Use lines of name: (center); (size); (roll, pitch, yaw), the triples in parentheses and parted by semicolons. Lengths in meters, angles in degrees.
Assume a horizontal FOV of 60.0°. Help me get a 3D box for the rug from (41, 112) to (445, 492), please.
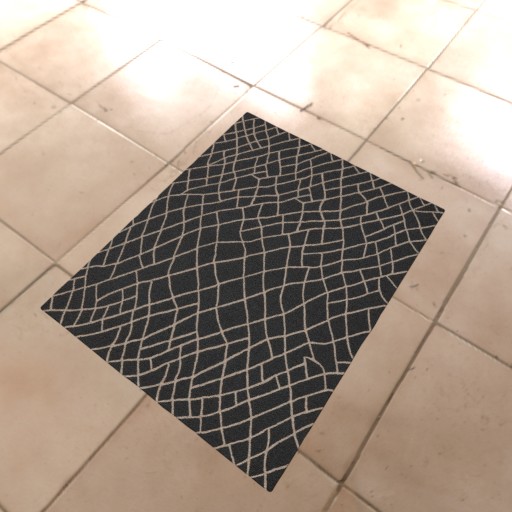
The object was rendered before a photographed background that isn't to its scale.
rug: (0.000, 0.000, 4.109); (2.439, 0.022, 3.047); (31, 64, 18)
